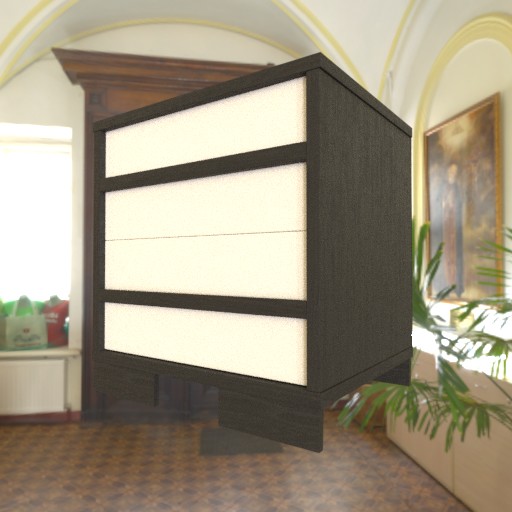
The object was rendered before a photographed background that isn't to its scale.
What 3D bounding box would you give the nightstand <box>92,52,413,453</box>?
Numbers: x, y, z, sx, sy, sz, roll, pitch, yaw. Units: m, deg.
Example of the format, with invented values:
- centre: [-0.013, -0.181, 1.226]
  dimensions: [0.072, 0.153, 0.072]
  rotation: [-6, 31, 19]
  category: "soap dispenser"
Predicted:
- centre: [0.000, 0.000, 0.756]
  dimensions: [0.427, 0.448, 0.347]
  rotation: [-1, -1, 36]
  category: "nightstand"
